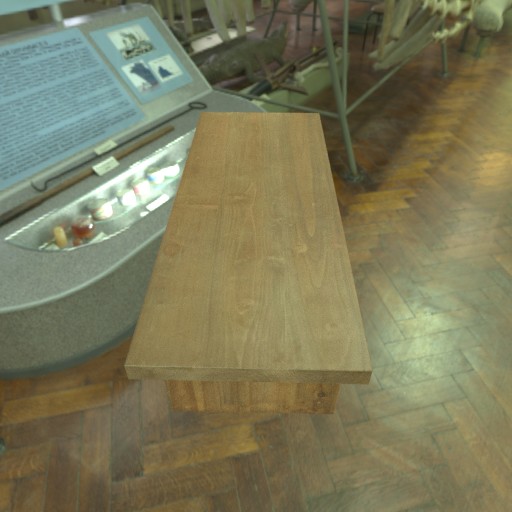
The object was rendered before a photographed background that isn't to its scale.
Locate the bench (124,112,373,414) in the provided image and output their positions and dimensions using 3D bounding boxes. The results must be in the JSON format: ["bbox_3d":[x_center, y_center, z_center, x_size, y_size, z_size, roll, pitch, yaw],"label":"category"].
[{"bbox_3d":[0.000,0.000,1.415,0.458,0.458,1.183,1,40,1],"label":"bench"}]
